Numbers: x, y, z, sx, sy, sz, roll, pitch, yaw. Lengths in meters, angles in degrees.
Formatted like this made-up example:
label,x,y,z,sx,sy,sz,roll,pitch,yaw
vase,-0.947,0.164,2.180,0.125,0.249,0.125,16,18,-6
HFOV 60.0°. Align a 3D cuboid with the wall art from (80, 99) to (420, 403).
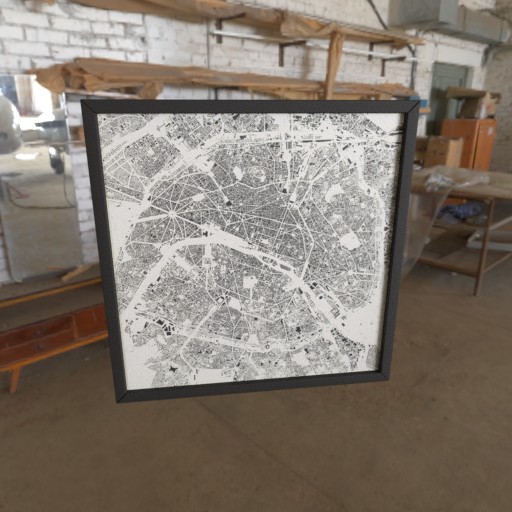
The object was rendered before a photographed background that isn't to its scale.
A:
label,x,y,z,sx,sy,sz,roll,pitch,yaw
wall art,0.000,0.000,0.458,0.305,0.305,0.037,-3,19,-7
